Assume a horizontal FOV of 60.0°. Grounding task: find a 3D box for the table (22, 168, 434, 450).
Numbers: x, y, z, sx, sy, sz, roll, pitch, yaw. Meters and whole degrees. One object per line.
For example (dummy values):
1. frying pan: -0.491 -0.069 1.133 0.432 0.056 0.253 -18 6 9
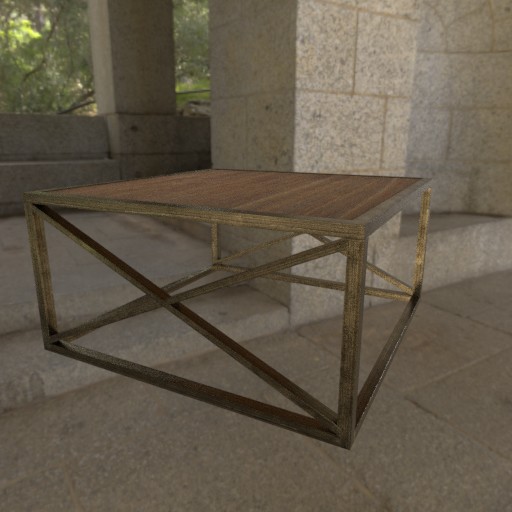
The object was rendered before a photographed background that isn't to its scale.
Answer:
1. table: 0.000 0.000 1.398 0.899 0.451 0.909 8 18 27
